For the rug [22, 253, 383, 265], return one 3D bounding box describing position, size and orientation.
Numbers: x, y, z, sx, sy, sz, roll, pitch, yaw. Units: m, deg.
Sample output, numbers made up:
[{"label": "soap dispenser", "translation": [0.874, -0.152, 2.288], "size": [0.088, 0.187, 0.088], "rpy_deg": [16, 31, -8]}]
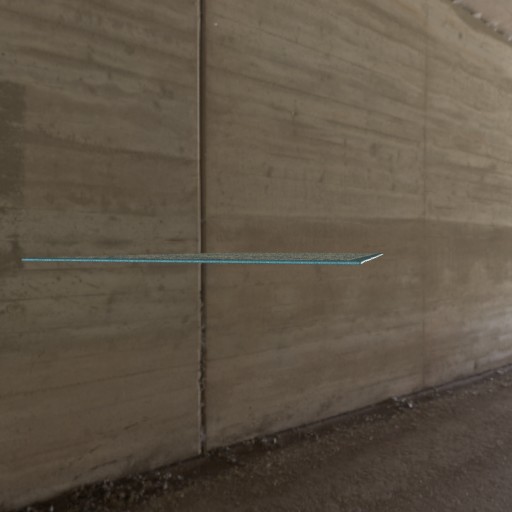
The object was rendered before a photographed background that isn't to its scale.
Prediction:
[{"label": "rug", "translation": [0.000, 0.000, 2.303], "size": [1.211, 0.012, 1.833], "rpy_deg": [0, 1, 18]}]
